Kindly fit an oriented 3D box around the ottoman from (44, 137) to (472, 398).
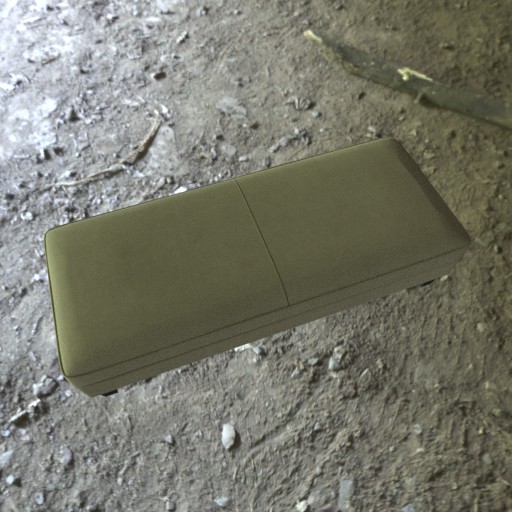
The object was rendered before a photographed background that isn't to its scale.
[{"bbox_3d":[0.000,0.000,2.025,1.726,0.460,0.735,-17,60,-10],"label":"ottoman"}]
